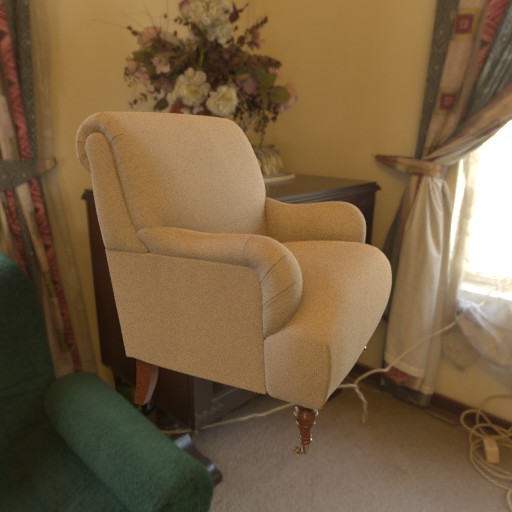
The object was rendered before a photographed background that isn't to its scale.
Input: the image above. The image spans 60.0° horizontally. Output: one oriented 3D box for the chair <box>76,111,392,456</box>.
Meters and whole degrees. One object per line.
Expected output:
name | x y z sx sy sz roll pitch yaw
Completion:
chair | 0.000 0.000 1.518 0.842 0.942 0.766 8 17 26
